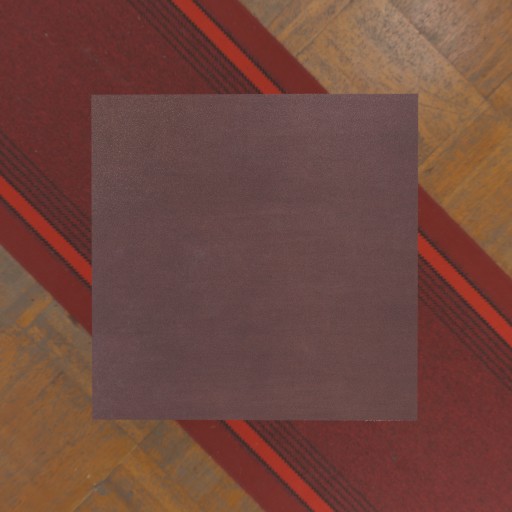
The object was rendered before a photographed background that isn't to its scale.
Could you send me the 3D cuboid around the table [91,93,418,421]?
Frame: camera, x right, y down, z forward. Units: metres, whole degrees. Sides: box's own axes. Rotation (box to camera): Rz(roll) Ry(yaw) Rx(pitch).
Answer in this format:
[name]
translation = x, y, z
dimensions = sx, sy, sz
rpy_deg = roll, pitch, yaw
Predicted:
[table]
translation = 0.000, 0.000, 1.666
dimensions = 0.861, 0.991, 0.861
rpy_deg = 0, 91, 1
